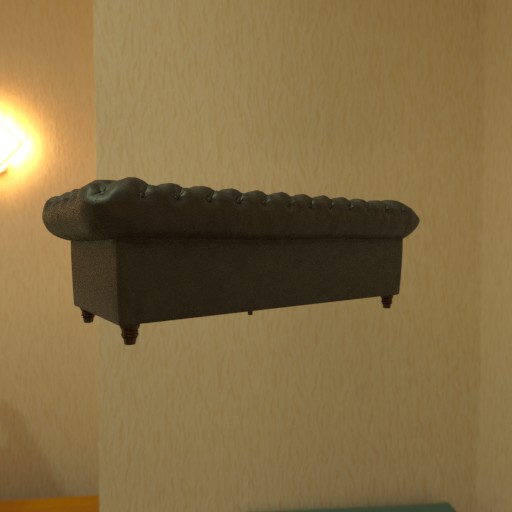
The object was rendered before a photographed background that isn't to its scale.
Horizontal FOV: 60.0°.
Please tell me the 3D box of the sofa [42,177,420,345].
[{"bbox_3d":[0.000,0.000,2.878,2.385,0.783,0.944,-1,2,-36],"label":"sofa"}]
